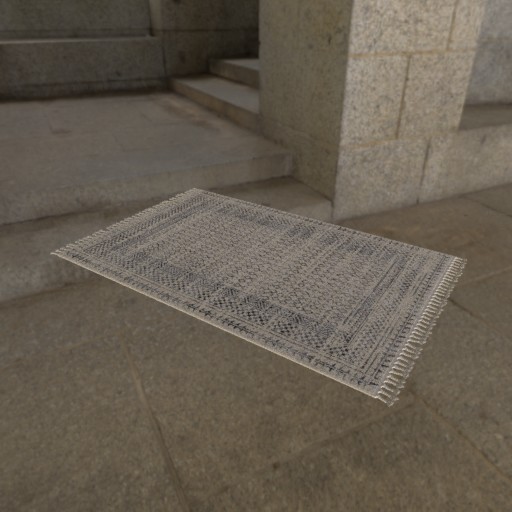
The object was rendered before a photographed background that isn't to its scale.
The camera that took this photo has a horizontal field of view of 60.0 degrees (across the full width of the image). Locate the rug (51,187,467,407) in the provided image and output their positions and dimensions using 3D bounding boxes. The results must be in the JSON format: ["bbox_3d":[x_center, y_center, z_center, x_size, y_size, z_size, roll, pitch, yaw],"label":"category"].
[{"bbox_3d":[0.000,0.000,3.076,2.486,0.013,1.548,18,34,29],"label":"rug"}]
